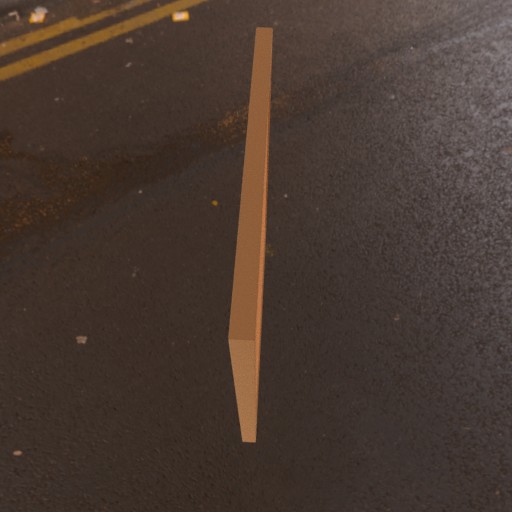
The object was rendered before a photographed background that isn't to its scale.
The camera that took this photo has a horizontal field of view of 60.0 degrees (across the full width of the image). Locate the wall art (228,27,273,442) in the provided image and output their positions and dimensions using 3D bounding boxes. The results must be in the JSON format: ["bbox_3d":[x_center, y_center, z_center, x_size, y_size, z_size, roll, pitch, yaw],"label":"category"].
[{"bbox_3d":[0.000,0.000,1.134,0.037,0.761,0.761,2,58,2],"label":"wall art"}]
